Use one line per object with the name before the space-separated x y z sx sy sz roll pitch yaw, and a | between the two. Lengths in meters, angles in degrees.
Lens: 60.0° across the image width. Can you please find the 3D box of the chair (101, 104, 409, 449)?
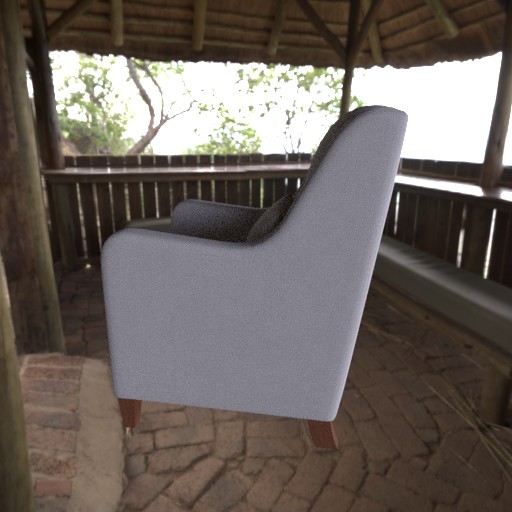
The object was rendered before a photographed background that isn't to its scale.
chair | 0.000 0.000 1.584 0.863 1.010 0.715 2 15 8
